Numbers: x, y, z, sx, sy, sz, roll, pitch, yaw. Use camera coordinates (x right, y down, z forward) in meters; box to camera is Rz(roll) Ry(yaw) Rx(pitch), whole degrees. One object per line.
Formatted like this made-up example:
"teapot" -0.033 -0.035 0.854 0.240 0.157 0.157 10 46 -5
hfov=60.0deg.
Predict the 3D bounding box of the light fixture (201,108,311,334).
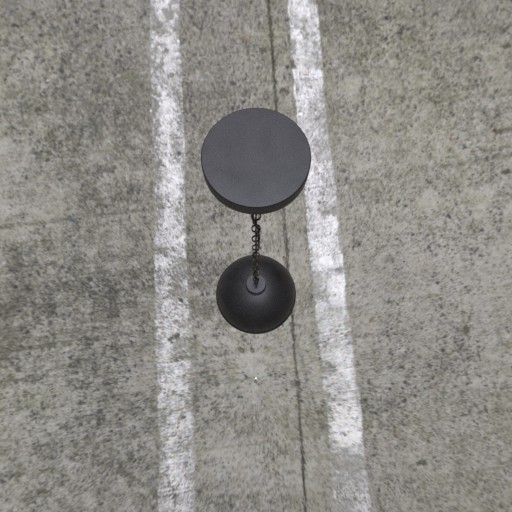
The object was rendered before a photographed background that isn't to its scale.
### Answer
"light fixture" 0.000 0.000 1.166 0.304 1.090 0.304 -4 75 -1
